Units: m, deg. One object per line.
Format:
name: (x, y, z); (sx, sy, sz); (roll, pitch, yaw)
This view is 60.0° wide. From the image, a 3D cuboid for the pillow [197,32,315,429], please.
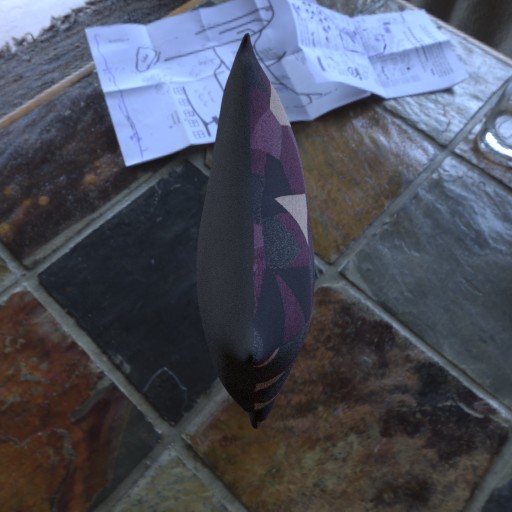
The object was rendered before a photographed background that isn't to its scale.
pillow: (0.000, 0.000, 0.754); (0.208, 0.496, 0.503); (-1, 63, 0)
